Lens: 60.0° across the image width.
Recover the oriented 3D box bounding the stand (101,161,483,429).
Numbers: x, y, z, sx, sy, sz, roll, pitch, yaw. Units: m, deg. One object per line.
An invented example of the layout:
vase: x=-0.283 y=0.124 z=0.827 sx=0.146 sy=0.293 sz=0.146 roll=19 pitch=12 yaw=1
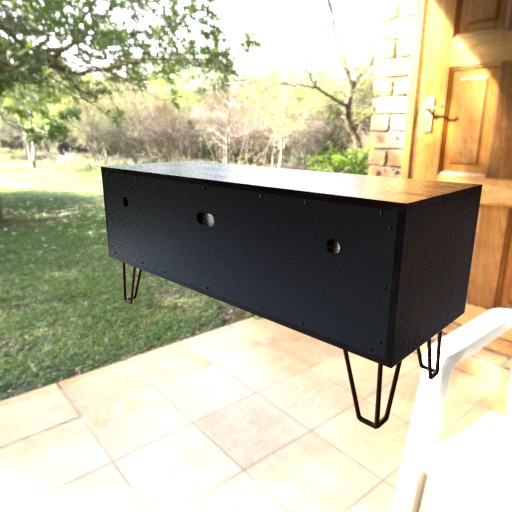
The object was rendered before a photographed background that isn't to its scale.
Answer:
stand: x=0.000 y=0.000 z=1.661 sx=1.372 sy=0.610 sz=0.481 roll=15 pitch=22 yaw=42
